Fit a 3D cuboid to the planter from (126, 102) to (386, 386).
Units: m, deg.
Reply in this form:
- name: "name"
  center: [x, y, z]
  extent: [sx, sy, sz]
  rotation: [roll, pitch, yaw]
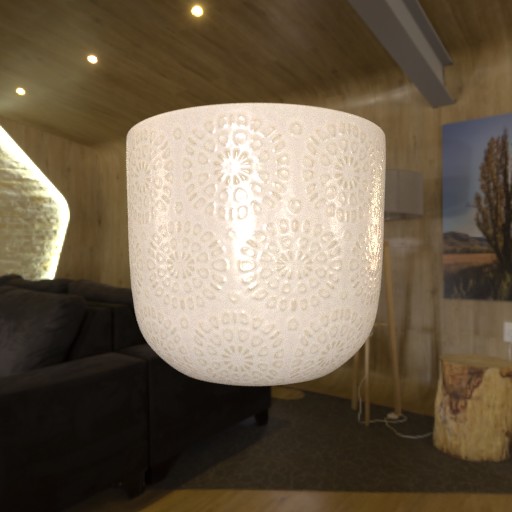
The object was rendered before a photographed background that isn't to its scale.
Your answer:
- name: "planter"
  center: [0.000, 0.000, 0.303]
  extent: [0.170, 0.152, 0.170]
  rotation: [0, 0, 0]
